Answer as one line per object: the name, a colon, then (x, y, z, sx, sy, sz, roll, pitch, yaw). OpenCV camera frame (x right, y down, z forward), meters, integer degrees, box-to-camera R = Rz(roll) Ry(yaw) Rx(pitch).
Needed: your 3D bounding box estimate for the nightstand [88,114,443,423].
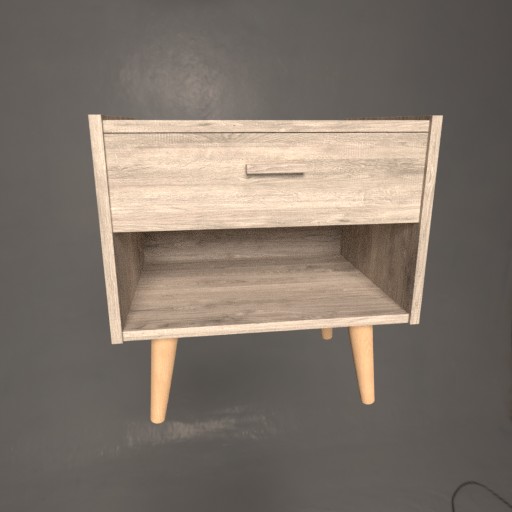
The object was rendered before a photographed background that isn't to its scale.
nightstand: (0.000, 0.000, 0.835, 0.480, 0.500, 0.380, -2, 17, -8)
